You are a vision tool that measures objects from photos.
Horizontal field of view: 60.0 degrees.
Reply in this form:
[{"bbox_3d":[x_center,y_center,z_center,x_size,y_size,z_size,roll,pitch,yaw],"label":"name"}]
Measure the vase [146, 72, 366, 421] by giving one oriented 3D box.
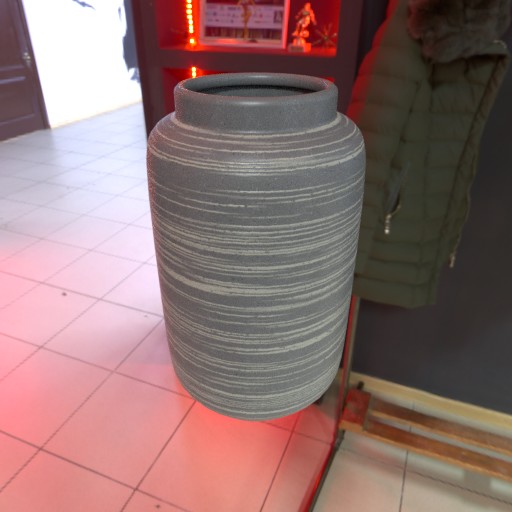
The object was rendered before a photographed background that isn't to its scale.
[{"bbox_3d":[0.000,0.000,0.679,0.297,0.499,0.297,0,30,0],"label":"vase"}]
